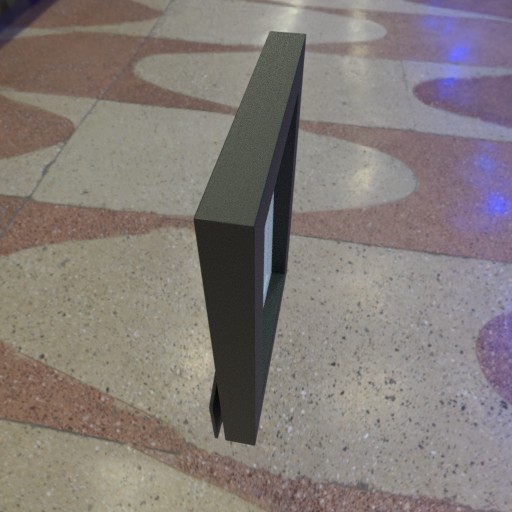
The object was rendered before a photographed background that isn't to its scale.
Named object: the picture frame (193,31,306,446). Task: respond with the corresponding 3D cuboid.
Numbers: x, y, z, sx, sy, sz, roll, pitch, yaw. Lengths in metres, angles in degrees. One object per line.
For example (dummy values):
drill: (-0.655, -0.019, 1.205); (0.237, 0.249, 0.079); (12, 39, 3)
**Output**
picture frame: (0.000, 0.000, 0.276); (0.028, 0.208, 0.157); (8, 49, 7)
